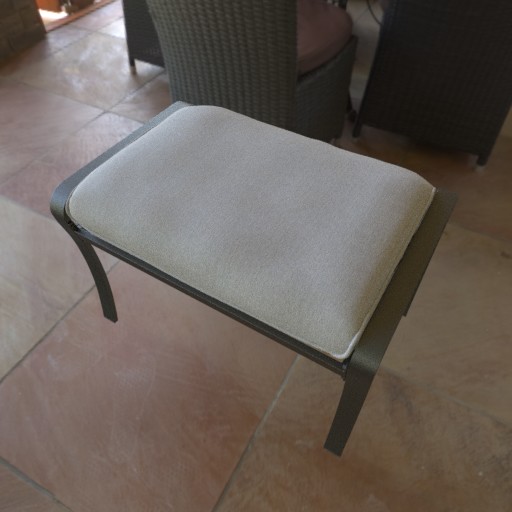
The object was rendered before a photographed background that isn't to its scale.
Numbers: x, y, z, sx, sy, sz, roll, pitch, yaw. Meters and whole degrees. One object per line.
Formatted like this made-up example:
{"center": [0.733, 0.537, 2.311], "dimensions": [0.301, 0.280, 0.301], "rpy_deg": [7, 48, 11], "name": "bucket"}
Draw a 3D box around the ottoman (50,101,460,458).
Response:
{"center": [0.000, 0.000, 0.897], "dimensions": [0.610, 0.422, 0.406], "rpy_deg": [25, 53, 20], "name": "ottoman"}
